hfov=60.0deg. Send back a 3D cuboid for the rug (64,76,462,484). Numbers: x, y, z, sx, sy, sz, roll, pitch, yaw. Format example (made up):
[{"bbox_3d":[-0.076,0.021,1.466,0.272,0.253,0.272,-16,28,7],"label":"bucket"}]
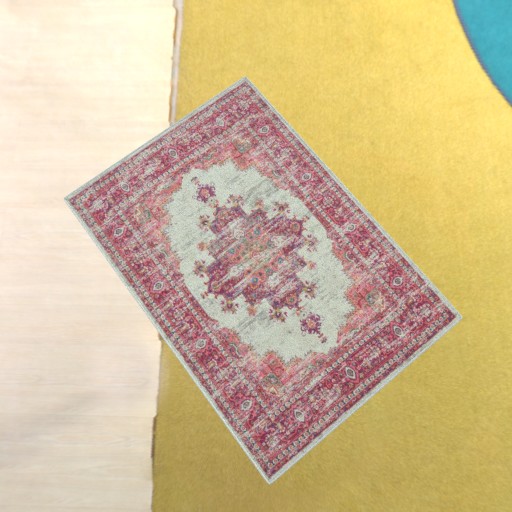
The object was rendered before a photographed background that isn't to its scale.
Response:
[{"bbox_3d":[0.000,0.000,2.878,1.555,0.011,2.232,-37,78,-9],"label":"rug"}]
